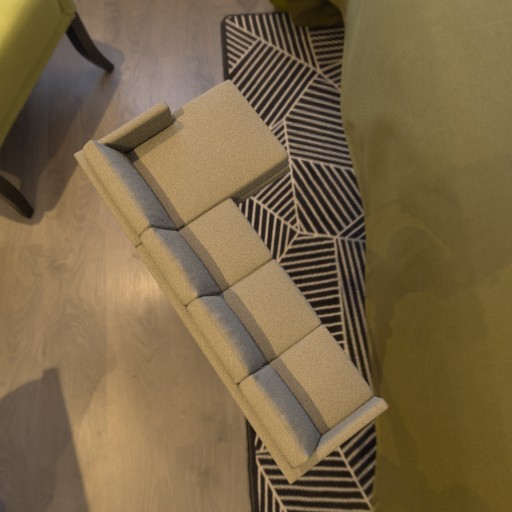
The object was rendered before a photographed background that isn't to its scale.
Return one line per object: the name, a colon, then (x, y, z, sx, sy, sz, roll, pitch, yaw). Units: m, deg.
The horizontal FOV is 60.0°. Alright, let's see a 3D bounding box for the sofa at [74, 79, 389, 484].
sofa: (0.000, 0.000, 3.841, 1.625, 0.861, 3.186, -34, 79, -8)
